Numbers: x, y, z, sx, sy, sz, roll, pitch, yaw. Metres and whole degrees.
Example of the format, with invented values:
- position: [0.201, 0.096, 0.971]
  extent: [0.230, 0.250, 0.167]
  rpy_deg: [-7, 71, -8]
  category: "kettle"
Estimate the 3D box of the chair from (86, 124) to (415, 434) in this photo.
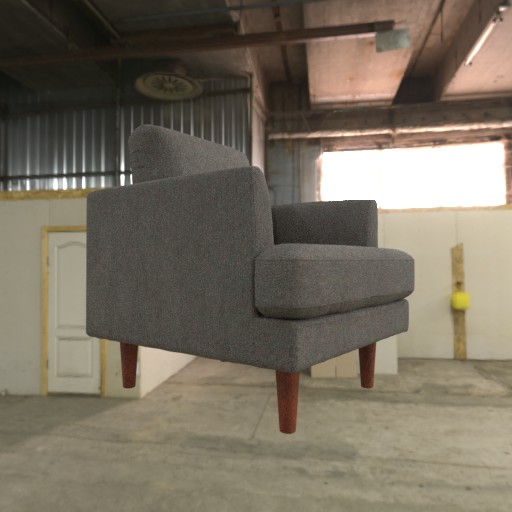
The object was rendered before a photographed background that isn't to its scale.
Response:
- position: [0.000, 0.000, 1.610]
  extent: [0.899, 0.957, 0.858]
  rpy_deg: [0, -1, 37]
  category: "chair"
